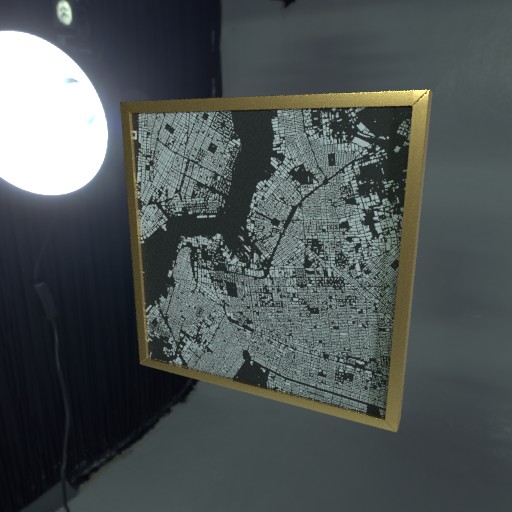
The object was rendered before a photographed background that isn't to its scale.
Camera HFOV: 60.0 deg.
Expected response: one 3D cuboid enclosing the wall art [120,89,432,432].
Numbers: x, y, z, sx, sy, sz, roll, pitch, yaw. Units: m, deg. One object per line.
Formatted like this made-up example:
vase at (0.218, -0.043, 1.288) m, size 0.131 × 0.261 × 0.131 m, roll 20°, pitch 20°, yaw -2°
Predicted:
wall art at (0.000, 0.000, 0.452) m, size 0.305 × 0.305 × 0.023 m, roll 7°, pitch 17°, yaw 24°
